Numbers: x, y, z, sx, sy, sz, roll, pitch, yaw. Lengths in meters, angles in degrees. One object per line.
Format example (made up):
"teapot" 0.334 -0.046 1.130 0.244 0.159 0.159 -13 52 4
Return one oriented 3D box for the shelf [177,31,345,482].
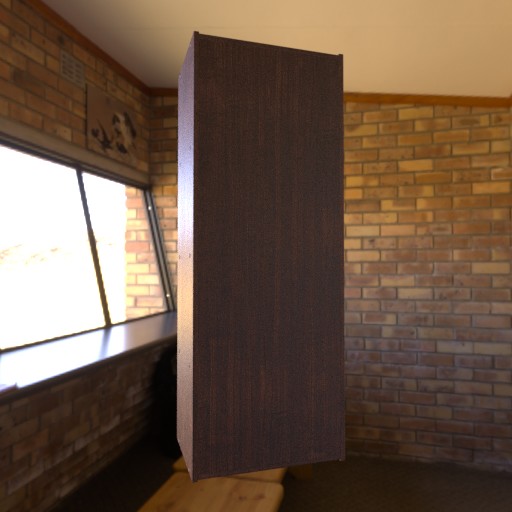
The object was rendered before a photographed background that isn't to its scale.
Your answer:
"shelf" 0.000 0.000 1.276 0.415 1.099 0.290 0 -1 -17
